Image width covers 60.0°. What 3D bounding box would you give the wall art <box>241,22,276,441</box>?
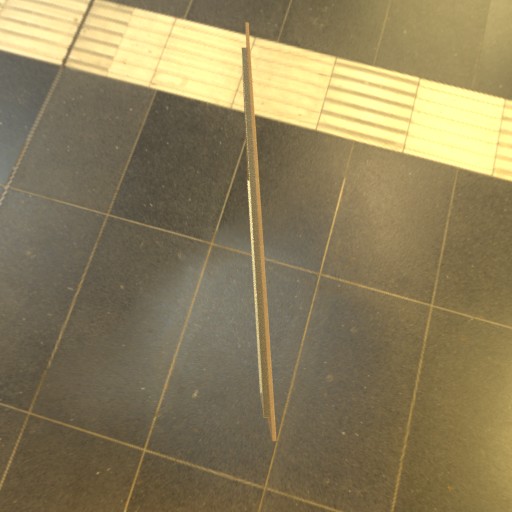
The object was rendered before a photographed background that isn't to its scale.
[{"bbox_3d":[0.000,0.000,1.695,0.025,1.067,1.168,-3,76,-1],"label":"wall art"}]
